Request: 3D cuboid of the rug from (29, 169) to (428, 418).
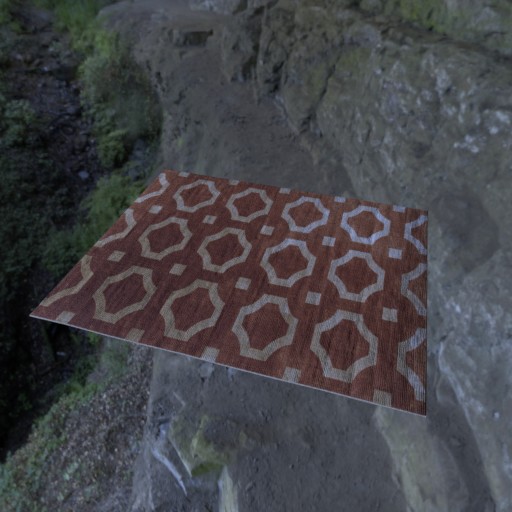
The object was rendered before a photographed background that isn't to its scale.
[{"bbox_3d":[0.000,0.000,4.108,3.049,0.021,2.466,11,41,13],"label":"rug"}]
